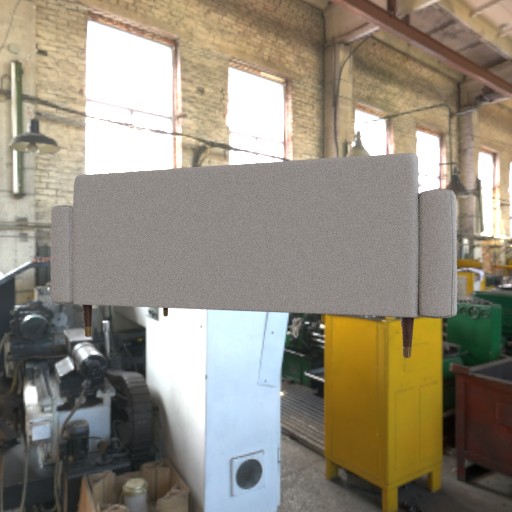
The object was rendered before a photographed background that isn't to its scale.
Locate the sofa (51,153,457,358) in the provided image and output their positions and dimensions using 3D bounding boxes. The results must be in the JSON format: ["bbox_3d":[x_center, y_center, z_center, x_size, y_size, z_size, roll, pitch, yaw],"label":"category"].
[{"bbox_3d":[0.000,0.000,2.386,1.895,0.814,0.969,0,0,18],"label":"sofa"}]
